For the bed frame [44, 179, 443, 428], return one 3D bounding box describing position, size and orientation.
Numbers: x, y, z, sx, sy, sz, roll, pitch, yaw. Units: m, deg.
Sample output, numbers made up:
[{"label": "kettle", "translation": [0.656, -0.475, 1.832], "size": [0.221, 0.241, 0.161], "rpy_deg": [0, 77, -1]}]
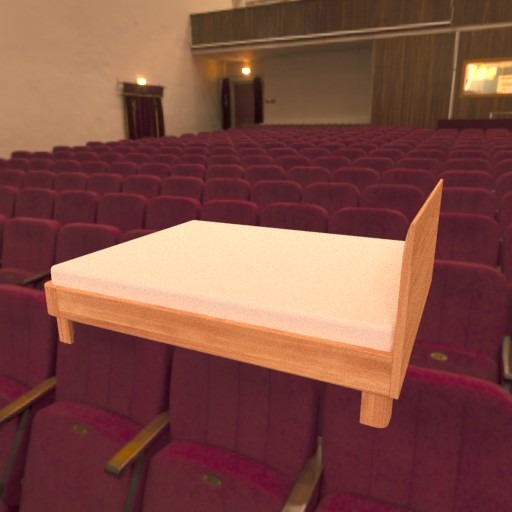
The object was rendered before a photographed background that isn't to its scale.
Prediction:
[{"label": "bed frame", "translation": [0.000, 0.000, 2.917], "size": [2.092, 0.940, 1.660], "rpy_deg": [7, 18, 24]}]
